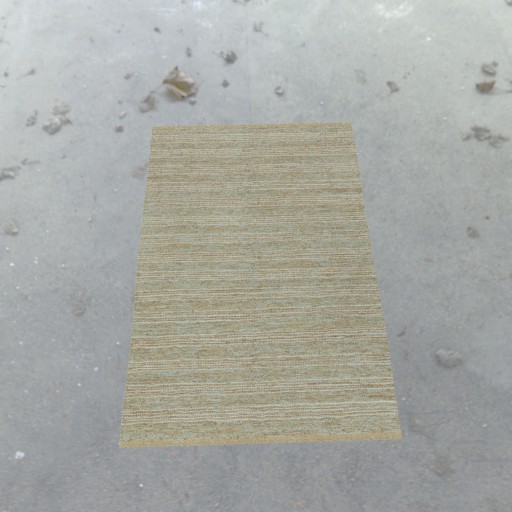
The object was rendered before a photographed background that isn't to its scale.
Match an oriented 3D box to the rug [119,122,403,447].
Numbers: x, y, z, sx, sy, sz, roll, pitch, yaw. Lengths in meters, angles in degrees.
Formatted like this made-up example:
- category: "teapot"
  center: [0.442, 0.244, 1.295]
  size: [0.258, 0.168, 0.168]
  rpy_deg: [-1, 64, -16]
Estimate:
- category: "rug"
  center: [0.000, 0.000, 2.337]
  size: [1.240, 0.010, 1.824]
  rpy_deg: [-1, 63, -1]
